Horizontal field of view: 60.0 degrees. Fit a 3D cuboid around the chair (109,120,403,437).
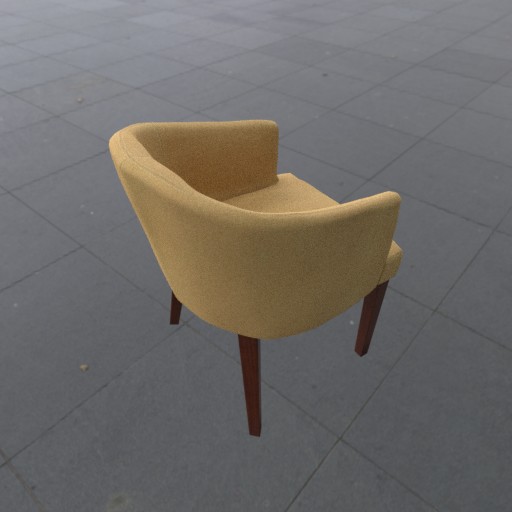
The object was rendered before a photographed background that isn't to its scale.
[{"bbox_3d":[0.000,0.000,1.273,0.655,0.811,0.583,-24,46,-25],"label":"chair"}]
